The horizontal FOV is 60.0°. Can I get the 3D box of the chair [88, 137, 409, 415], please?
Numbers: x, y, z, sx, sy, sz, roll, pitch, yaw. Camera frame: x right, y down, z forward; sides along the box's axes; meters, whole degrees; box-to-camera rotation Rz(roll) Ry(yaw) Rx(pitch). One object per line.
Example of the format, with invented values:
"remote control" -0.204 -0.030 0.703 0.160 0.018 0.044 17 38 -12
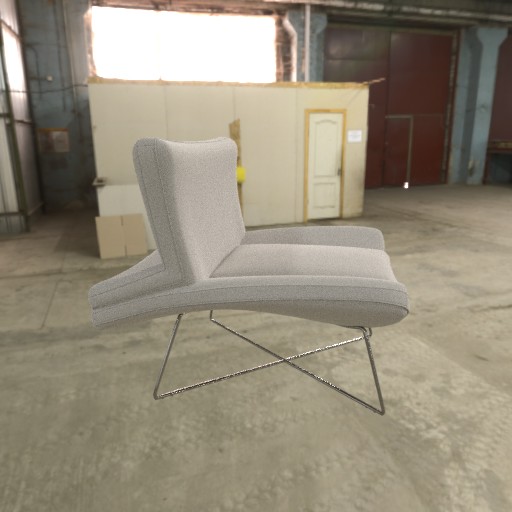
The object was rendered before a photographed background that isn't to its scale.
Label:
"chair" 0.000 0.000 1.651 1.008 0.855 0.859 3 15 10
